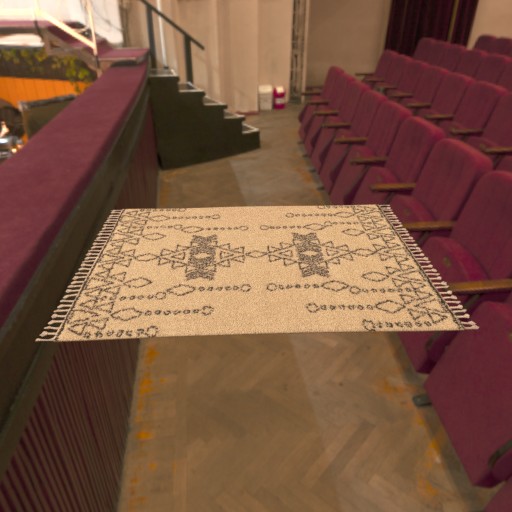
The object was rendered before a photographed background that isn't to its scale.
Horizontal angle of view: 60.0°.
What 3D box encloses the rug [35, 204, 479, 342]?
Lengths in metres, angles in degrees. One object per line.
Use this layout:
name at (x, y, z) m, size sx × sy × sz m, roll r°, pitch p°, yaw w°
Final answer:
rug at (0.000, 0.000, 3.907) m, size 3.027 × 0.028 × 2.125 m, roll -1°, pitch 30°, yaw -2°
